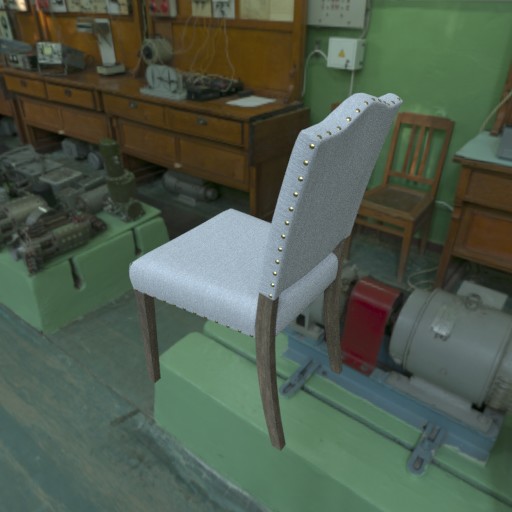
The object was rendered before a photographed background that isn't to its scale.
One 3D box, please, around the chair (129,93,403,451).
[{"bbox_3d":[0.000,0.000,1.362,0.620,1.020,0.508,21,37,30],"label":"chair"}]
